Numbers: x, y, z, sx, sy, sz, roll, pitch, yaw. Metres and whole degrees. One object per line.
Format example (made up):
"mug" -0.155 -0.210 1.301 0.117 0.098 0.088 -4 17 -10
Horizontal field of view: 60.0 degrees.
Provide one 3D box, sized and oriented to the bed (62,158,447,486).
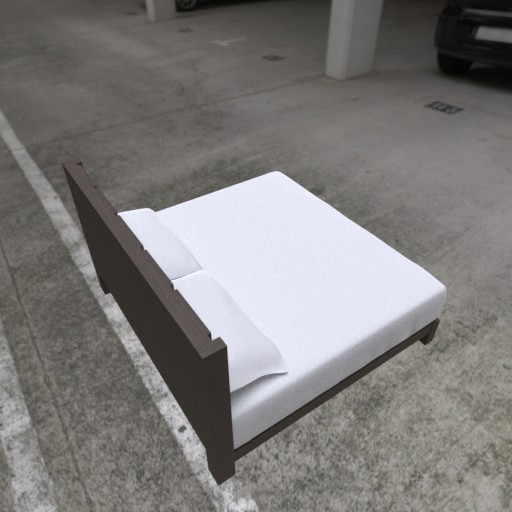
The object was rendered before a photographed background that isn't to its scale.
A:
"bed" 0.000 0.000 3.430 2.012 1.270 2.134 -24 45 -26
